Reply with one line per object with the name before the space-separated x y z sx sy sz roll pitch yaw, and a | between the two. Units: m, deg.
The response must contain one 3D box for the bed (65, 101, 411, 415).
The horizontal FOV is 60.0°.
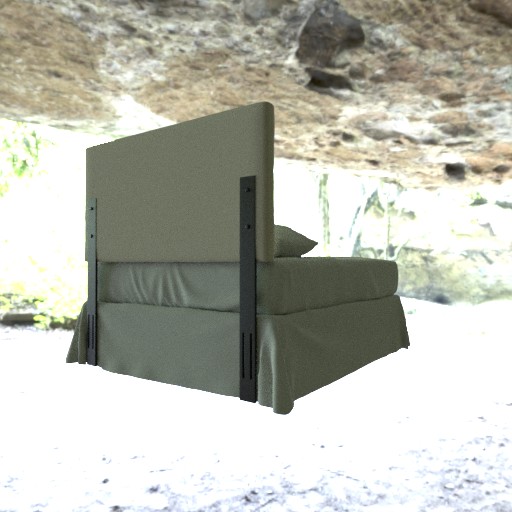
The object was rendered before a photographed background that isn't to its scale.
bed | 0.000 0.000 3.572 1.936 1.577 2.222 -1 -1 36
